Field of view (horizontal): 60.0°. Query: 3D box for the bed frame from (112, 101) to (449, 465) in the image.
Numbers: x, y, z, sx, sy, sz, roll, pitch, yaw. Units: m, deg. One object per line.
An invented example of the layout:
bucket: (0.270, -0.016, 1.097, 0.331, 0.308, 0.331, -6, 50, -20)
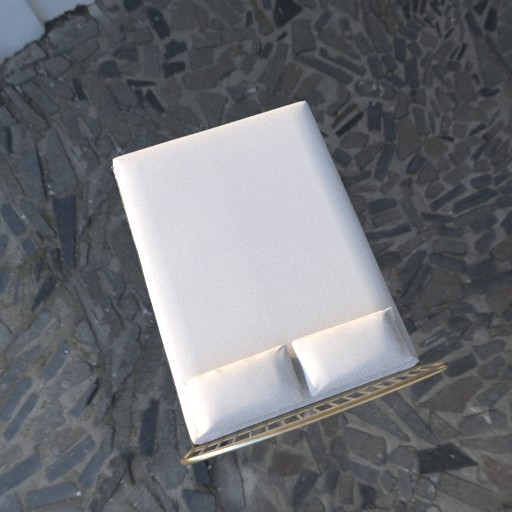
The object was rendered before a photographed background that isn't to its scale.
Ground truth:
bed frame: (0.000, 0.000, 3.079, 1.612, 1.175, 2.152, -18, 75, -5)
